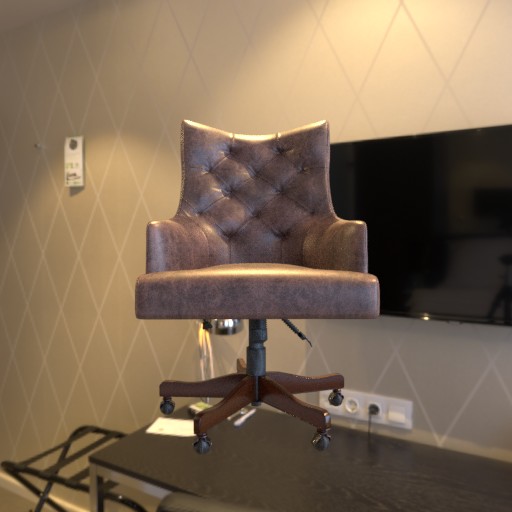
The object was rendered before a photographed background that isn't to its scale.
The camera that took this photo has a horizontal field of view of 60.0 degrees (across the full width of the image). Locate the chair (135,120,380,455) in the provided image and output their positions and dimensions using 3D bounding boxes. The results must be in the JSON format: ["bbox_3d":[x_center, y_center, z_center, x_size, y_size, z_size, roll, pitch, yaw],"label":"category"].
[{"bbox_3d":[0.000,0.000,1.491,0.641,1.035,0.762,0,2,-1],"label":"chair"}]
